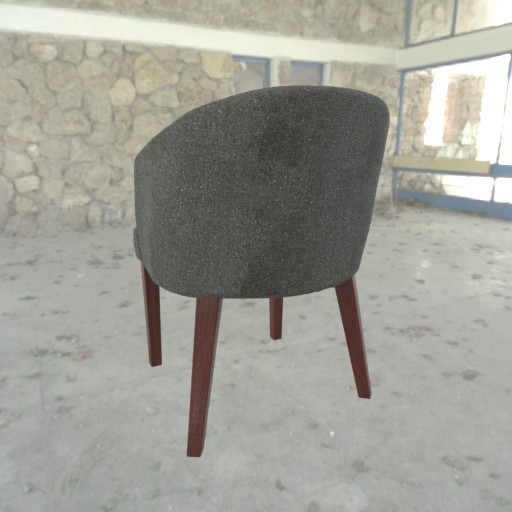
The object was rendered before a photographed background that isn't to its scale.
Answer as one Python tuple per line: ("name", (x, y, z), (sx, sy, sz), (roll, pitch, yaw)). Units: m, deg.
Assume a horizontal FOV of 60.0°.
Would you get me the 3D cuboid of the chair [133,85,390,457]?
("chair", (0.000, 0.000, 1.209), (0.583, 0.811, 0.655), (-7, 16, -26))
